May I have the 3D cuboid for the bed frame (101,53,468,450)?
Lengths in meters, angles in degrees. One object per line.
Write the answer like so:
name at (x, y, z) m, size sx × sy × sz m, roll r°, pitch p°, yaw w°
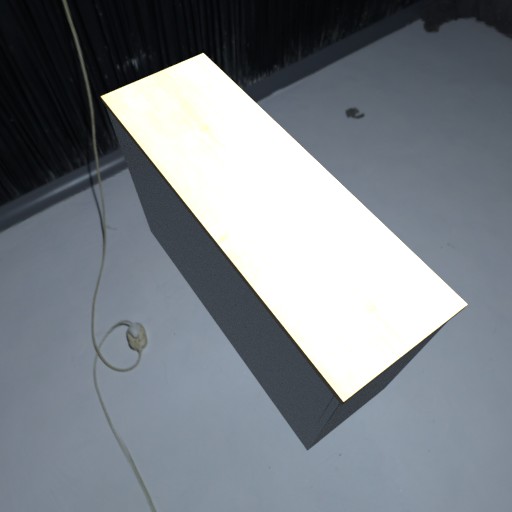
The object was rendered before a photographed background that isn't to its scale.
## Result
bed frame at (0.000, 0.000, 1.727) m, size 0.430 × 0.850 × 1.300 m, roll -31°, pitch 64°, yaw -17°
